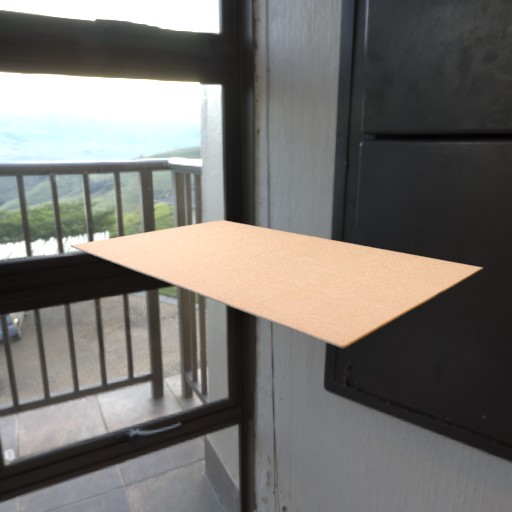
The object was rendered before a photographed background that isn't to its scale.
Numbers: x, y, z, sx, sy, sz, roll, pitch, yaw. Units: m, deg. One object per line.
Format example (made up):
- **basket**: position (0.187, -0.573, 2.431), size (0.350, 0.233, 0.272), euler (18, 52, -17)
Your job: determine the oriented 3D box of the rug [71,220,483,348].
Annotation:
- **rug**: position (0.000, 0.000, 3.037), size (2.441, 0.014, 1.531), euler (14, 20, 43)
